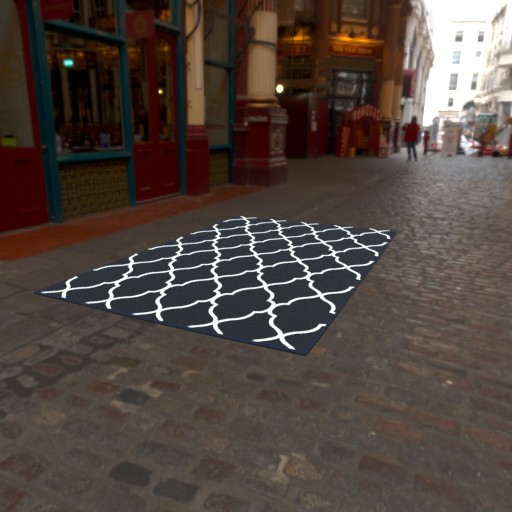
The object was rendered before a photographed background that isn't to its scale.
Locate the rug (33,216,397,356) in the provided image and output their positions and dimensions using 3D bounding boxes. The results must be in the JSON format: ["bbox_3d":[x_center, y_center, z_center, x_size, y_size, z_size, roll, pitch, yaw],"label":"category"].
[{"bbox_3d":[0.000,0.000,3.000,1.528,0.014,2.294,8,18,24],"label":"rug"}]
